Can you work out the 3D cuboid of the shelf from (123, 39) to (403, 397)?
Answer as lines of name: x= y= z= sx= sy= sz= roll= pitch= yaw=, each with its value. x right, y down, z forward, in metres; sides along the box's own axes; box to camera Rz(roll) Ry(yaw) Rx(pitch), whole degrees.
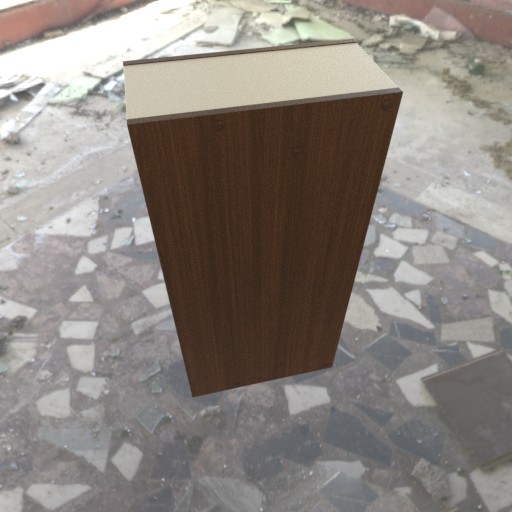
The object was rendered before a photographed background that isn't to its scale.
shelf: x=0.000 y=0.000 z=0.719 sx=0.290 sy=0.600 sz=0.147 roll=-10 pitch=48 yaw=-9
